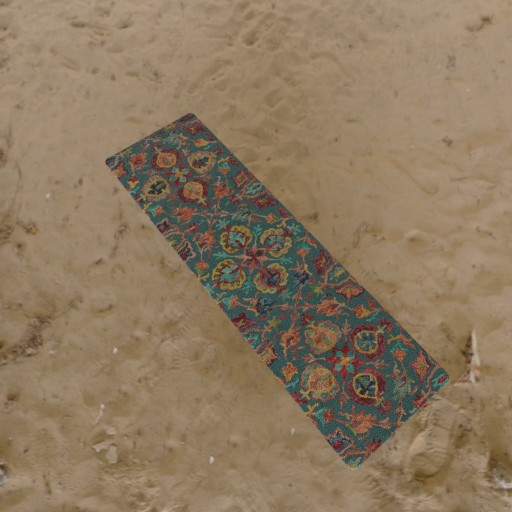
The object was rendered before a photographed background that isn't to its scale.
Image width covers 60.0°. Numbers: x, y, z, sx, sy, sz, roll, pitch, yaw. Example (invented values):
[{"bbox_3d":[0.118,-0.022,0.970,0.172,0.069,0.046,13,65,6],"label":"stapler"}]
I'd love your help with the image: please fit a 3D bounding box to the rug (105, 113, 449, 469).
[{"bbox_3d":[0.000,0.000,2.525,0.686,0.013,2.286,-35,68,-16],"label":"rug"}]
